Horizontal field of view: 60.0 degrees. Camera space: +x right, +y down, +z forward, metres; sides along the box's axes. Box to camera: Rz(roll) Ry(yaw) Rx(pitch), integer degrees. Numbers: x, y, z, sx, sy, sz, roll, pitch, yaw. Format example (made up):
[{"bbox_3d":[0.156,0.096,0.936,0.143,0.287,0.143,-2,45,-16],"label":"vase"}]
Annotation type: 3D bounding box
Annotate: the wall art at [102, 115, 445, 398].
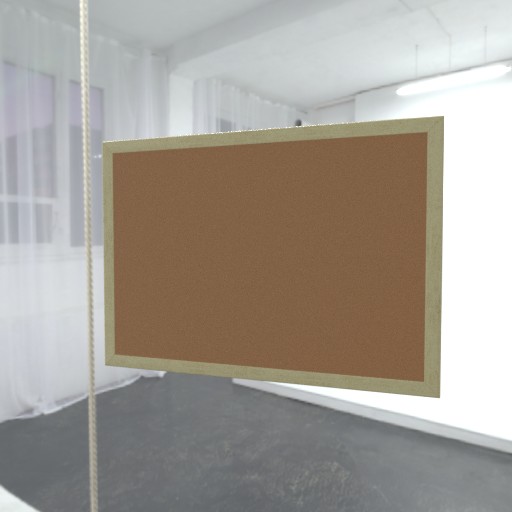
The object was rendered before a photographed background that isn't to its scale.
[{"bbox_3d":[0.000,0.000,0.688,0.533,0.381,0.032,1,2,17],"label":"wall art"}]
